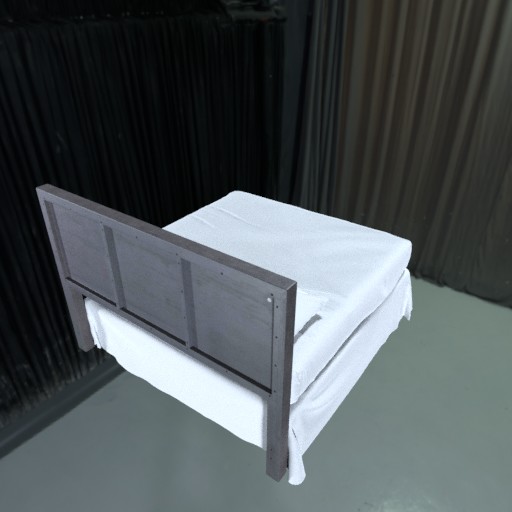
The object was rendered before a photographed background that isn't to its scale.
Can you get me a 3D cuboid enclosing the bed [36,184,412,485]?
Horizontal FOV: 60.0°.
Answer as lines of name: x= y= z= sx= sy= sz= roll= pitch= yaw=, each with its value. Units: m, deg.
bed: x=0.000 y=0.000 z=2.874 sx=1.772 sy=1.142 sz=1.785 roll=21 pitch=37 yaw=31
